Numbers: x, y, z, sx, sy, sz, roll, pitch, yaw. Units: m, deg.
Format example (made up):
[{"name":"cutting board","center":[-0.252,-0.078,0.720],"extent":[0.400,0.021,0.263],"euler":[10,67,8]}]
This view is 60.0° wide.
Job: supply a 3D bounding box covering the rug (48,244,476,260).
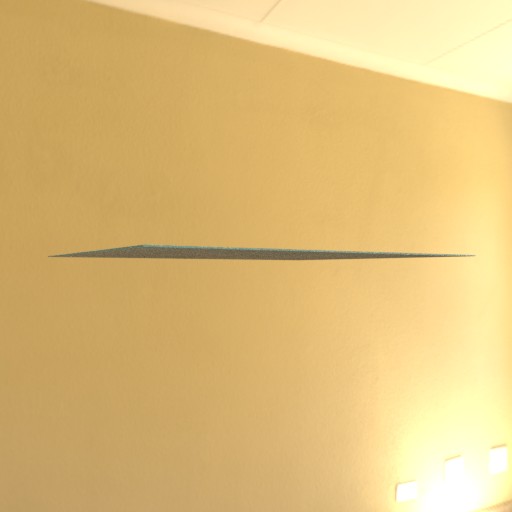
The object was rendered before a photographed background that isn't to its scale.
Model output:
[{"name":"rug","center":[0.000,0.000,3.930],"extent":[2.980,0.012,2.363],"euler":[1,-2,-35]}]
